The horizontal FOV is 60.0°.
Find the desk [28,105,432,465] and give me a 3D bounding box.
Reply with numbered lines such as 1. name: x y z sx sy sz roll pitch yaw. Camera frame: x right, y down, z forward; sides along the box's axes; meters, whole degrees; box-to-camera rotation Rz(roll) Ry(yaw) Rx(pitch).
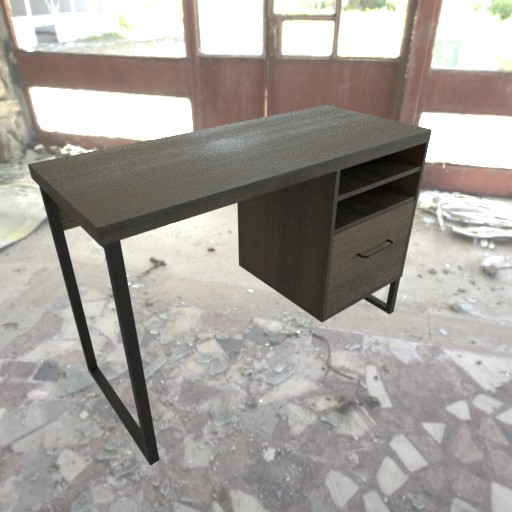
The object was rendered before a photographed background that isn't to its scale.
1. desk: 0.000 0.000 1.494 1.134 0.752 0.511 -22 37 -33
